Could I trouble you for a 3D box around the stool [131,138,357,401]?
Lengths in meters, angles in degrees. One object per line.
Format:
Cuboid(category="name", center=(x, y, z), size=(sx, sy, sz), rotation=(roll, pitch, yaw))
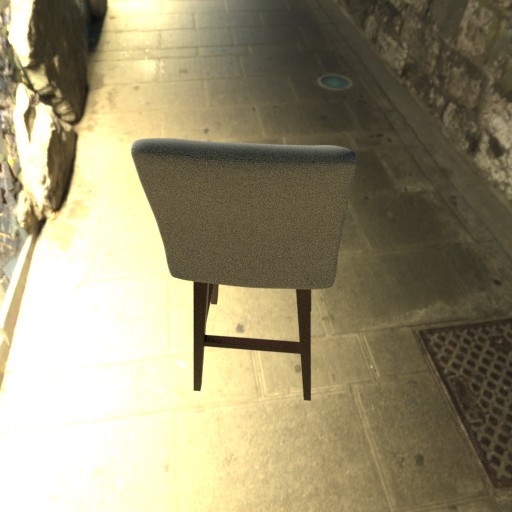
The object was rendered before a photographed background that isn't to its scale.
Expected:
Cuboid(category="stool", center=(0.000, 0.000, 1.394), size=(0.483, 1.093, 0.559), rotation=(4, 46, 4))
